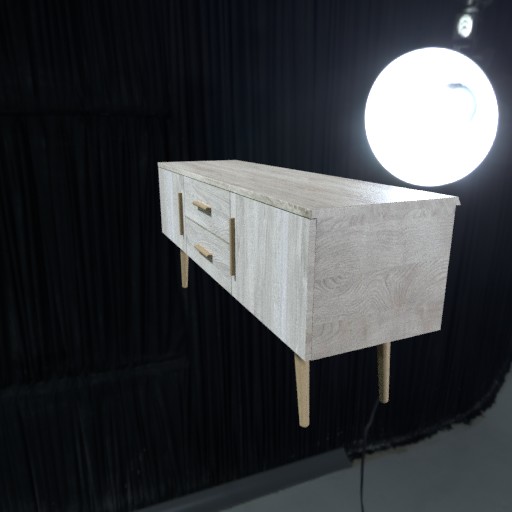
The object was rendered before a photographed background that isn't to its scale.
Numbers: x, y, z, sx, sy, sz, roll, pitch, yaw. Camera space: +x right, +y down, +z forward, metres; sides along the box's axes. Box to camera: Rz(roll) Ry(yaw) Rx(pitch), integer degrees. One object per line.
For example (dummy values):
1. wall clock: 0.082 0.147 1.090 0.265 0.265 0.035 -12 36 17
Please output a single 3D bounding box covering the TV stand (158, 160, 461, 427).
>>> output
1. TV stand: 0.000 0.000 1.545 0.401 0.565 1.313 -7 17 -23
